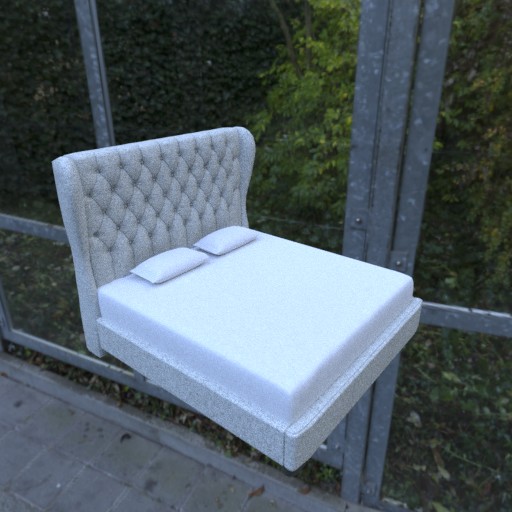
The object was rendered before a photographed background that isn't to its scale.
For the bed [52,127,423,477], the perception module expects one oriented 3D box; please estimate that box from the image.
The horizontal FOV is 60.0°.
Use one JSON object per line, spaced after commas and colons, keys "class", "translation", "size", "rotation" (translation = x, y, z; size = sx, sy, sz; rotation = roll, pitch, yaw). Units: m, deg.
{"class": "bed", "translation": [0.000, 0.000, 3.849], "size": [2.347, 1.771, 2.219], "rotation": [18, 30, 35]}
